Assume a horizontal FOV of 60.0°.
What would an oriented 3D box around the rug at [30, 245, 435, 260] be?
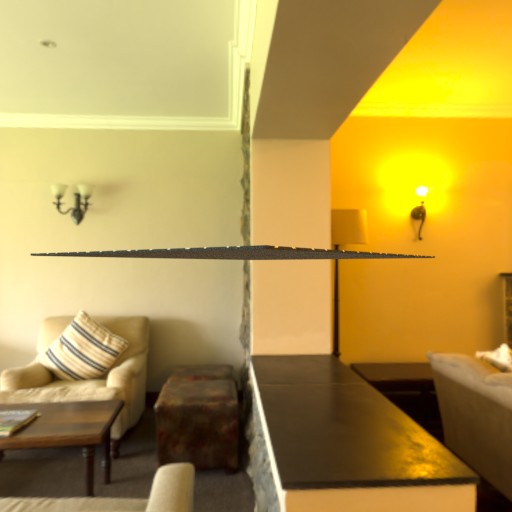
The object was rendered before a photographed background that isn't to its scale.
[{"bbox_3d":[0.000,0.000,4.173,2.439,0.022,3.047,-1,-2,37],"label":"rug"}]
